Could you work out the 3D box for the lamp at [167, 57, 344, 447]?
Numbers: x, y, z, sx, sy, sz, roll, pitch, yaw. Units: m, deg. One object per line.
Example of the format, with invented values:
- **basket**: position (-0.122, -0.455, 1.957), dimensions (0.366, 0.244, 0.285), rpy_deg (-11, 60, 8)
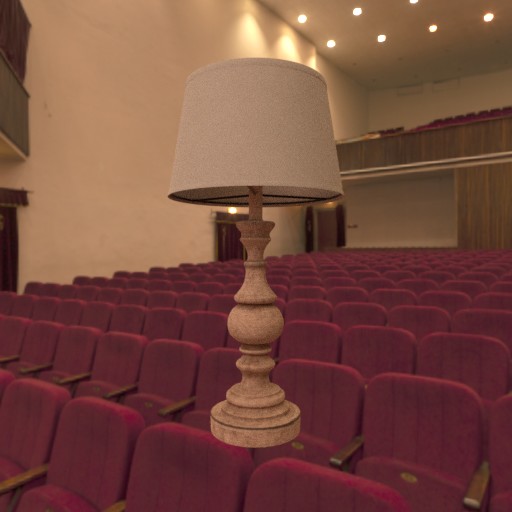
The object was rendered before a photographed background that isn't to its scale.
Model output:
- **lamp**: position (0.000, 0.000, 0.868), dimensions (0.340, 0.678, 0.340), rpy_deg (0, 1, 0)
